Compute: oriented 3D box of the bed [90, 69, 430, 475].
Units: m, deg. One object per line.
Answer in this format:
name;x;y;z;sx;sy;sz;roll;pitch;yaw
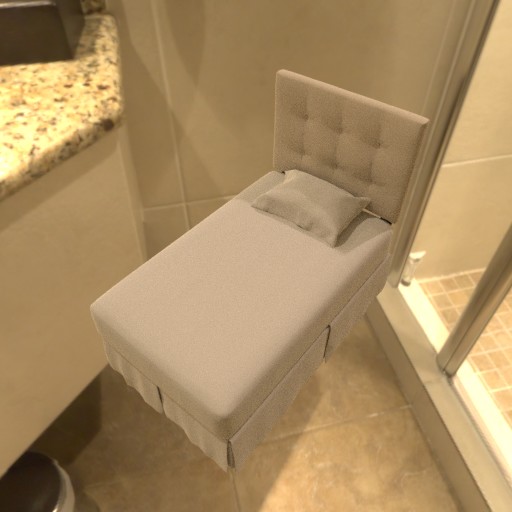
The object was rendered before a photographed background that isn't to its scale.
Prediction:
bed;0.000;0.000;2.968;1.261;1.571;1.997;31;53;26
